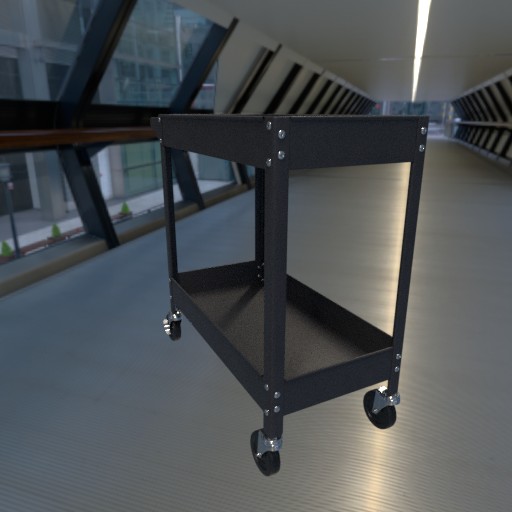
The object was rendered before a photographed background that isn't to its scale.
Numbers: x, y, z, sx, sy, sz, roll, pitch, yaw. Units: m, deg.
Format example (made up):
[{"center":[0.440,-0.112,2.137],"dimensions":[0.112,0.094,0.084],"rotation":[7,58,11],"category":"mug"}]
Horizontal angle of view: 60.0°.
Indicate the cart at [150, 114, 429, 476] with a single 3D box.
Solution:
[{"center":[0.000,0.000,1.184],"dimensions":[0.366,0.719,0.779],"rotation":[-9,20,-26],"category":"cart"}]
